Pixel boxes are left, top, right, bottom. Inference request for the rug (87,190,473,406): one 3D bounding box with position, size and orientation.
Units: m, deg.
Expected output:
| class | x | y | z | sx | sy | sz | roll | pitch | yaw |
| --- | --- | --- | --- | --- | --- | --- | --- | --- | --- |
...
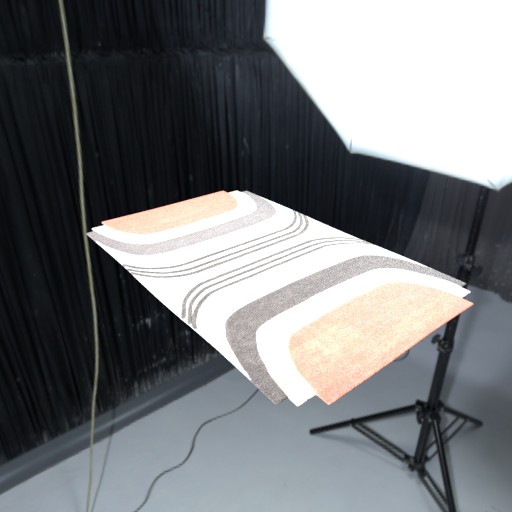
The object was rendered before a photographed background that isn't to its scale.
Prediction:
| class | x | y | z | sx | sy | sz | roll | pitch | yaw |
| --- | --- | --- | --- | --- | --- | --- | --- | --- | --- |
| rug | 0.000 | 0.000 | 3.005 | 1.530 | 0.017 | 2.446 | -20 | 34 | -34 |
